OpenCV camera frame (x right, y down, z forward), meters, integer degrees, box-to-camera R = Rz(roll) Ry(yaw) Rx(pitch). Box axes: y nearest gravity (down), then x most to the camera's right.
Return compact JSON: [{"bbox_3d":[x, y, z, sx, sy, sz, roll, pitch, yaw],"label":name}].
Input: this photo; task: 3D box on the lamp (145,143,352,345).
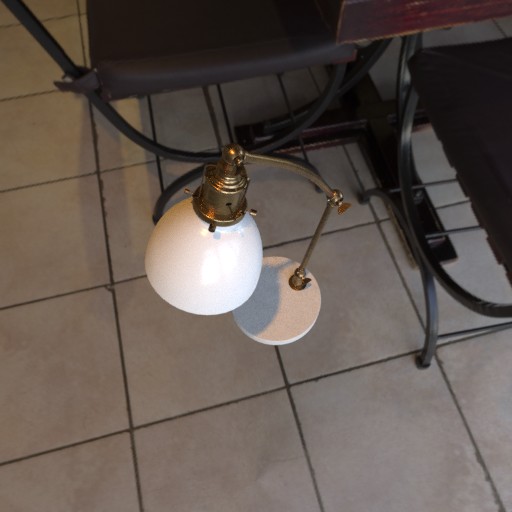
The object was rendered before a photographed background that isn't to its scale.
[{"bbox_3d":[0.000,0.000,0.681,0.317,0.522,0.186,-30,67,-14],"label":"lamp"}]
